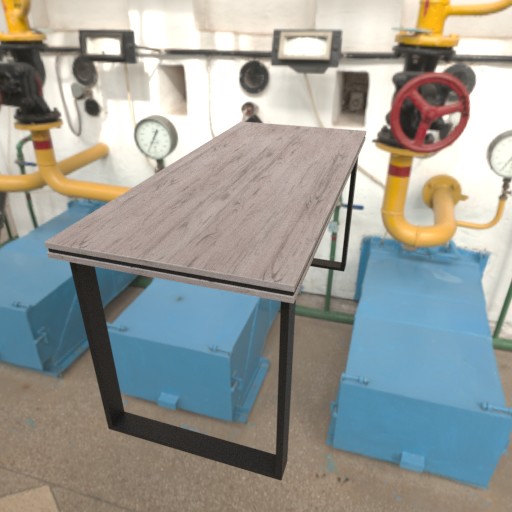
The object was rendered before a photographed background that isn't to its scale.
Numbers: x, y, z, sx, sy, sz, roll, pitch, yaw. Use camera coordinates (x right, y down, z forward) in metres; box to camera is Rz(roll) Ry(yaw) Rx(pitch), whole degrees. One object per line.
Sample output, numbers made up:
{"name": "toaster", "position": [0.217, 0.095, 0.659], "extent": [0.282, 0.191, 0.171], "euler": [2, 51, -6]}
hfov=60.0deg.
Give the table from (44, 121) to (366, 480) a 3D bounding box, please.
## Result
{"name": "table", "position": [0.000, 0.000, 2.217], "extent": [0.795, 0.899, 1.778], "euler": [9, 30, 16]}
